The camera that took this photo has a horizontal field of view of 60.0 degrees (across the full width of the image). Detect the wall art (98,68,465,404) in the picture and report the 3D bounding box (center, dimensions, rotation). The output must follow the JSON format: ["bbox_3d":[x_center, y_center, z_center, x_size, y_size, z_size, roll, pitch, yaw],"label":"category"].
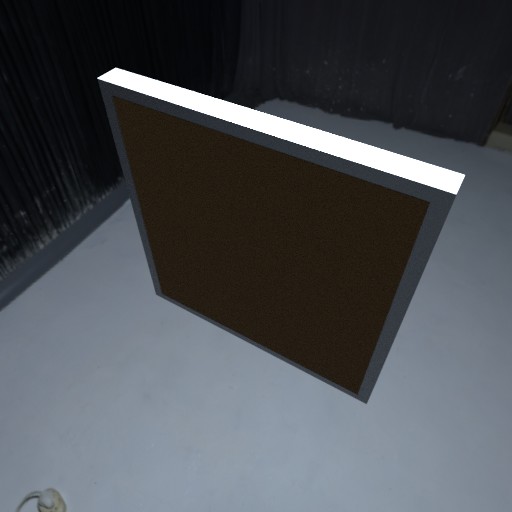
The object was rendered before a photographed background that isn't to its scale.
[{"bbox_3d":[0.000,0.000,0.744,0.506,0.506,0.038,24,52,20],"label":"wall art"}]
